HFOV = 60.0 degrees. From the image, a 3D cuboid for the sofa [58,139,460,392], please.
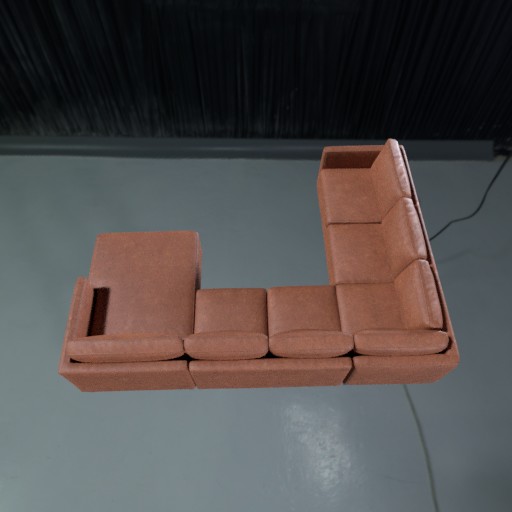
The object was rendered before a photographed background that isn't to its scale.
[{"bbox_3d":[0.000,0.000,4.627,3.460,0.923,2.593,-1,59,-1],"label":"sofa"}]
